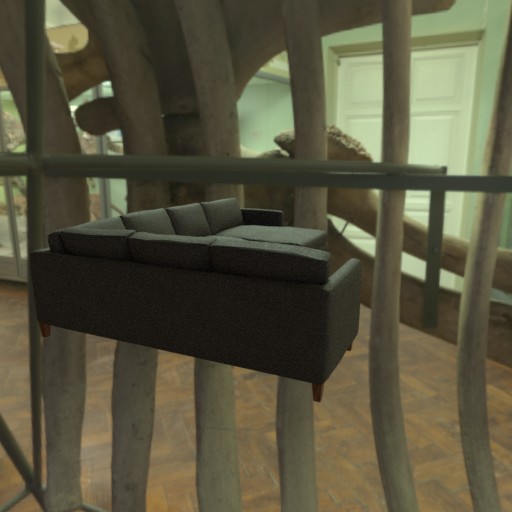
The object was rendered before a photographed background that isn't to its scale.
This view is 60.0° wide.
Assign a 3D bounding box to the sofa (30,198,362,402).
[{"bbox_3d":[0.000,0.000,4.695,2.594,0.961,3.460,6,14,24],"label":"sofa"}]
